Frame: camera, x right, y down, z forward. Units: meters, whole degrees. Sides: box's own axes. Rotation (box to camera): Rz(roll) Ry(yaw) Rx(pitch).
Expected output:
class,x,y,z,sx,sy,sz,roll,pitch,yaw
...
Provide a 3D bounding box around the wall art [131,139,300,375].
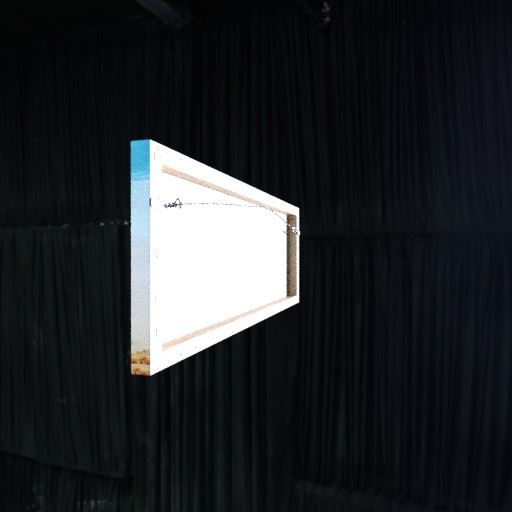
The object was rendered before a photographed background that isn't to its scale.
class,x,y,z,sx,sy,sz,roll,pitch,yaw
wall art,0.000,0.000,0.836,0.044,0.254,0.759,0,0,18
